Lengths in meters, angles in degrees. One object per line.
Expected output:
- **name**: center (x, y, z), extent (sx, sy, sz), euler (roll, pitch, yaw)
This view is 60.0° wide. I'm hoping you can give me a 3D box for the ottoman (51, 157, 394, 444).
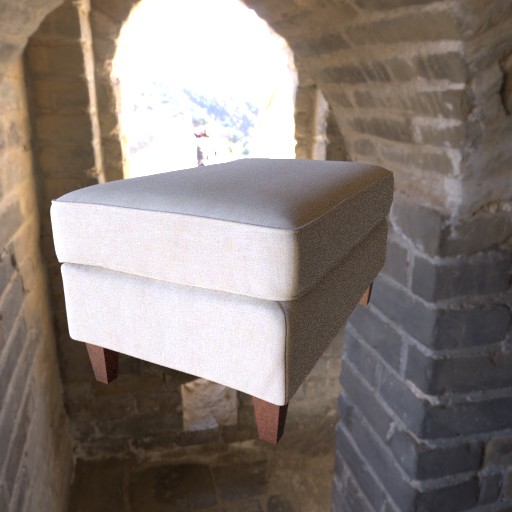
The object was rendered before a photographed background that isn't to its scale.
- **ottoman**: center (0.000, 0.000, 1.226), extent (0.583, 0.484, 0.862), euler (9, 20, 25)
